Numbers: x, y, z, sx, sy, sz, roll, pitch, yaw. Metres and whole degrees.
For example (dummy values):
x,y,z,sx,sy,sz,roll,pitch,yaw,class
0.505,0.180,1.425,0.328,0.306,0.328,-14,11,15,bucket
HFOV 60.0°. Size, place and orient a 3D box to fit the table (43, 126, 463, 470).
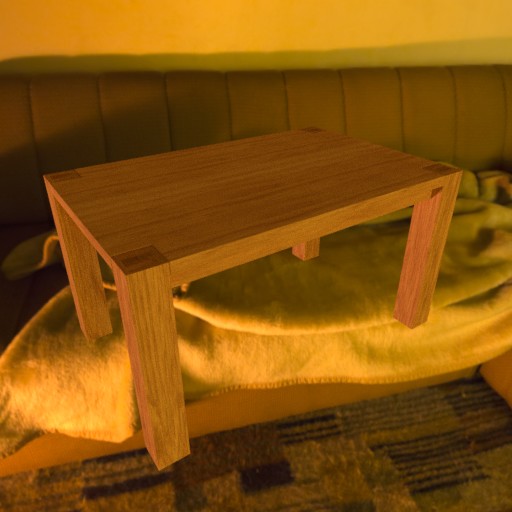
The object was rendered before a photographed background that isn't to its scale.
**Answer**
x,y,z,sx,sy,sz,roll,pitch,yaw,class
0.000,0.000,1.940,1.400,0.760,0.900,-19,35,-30,table
